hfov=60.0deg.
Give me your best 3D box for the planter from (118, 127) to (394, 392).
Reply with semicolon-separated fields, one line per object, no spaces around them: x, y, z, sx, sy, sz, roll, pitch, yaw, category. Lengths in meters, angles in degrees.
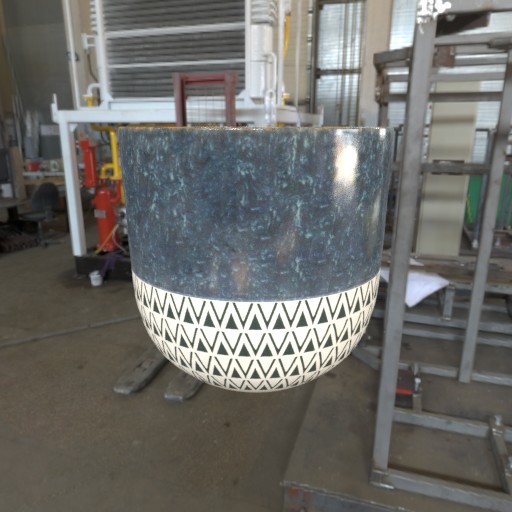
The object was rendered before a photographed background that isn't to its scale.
0.000;0.000;0.482;0.266;0.270;0.266;0;16;0;planter
